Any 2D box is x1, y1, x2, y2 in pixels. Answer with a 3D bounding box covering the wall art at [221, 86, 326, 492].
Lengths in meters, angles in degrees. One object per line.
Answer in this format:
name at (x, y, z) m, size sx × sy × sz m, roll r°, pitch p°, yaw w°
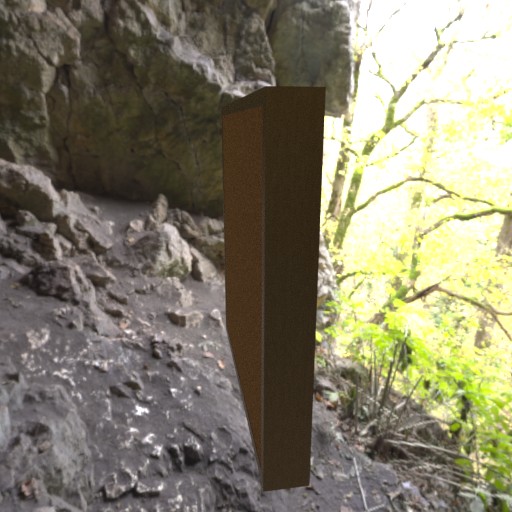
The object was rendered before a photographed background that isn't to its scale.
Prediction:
wall art at (0.000, 0.000, 0.460) m, size 0.038 × 0.305 × 0.304 m, roll -3°, pitch 16°, yaw -9°
